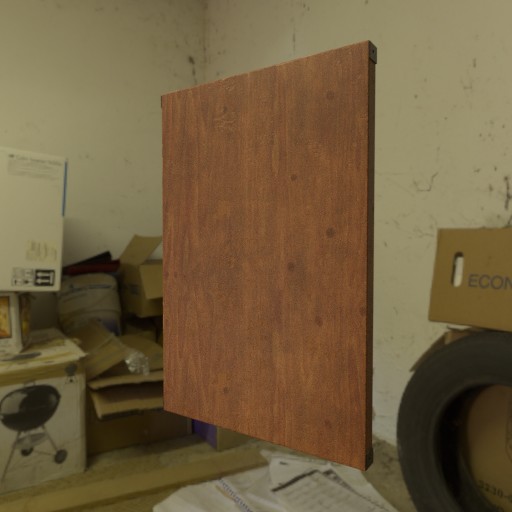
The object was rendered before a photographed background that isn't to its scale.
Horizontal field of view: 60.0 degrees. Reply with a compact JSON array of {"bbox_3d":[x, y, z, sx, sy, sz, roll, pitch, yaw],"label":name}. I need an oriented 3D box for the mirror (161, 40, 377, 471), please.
[{"bbox_3d":[0.000,0.000,0.946,0.517,0.761,0.053,1,2,34],"label":"mirror"}]
